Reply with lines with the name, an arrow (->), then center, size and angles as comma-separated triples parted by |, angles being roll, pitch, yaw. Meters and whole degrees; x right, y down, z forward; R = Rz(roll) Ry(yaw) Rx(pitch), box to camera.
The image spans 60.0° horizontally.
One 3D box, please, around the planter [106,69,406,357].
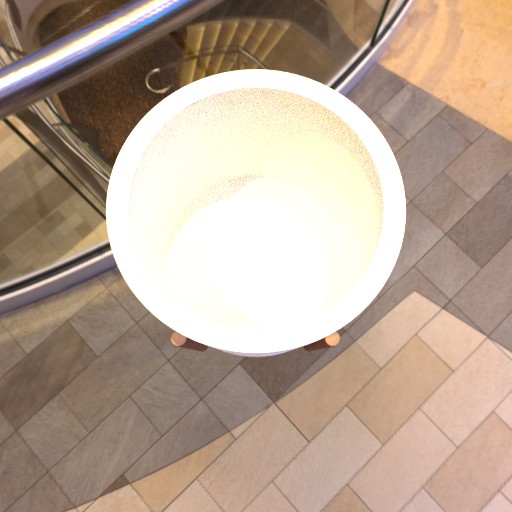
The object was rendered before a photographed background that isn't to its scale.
planter -> 0.000, 0.000, 0.942 | 0.417, 0.670, 0.417 | 1, 76, 0
